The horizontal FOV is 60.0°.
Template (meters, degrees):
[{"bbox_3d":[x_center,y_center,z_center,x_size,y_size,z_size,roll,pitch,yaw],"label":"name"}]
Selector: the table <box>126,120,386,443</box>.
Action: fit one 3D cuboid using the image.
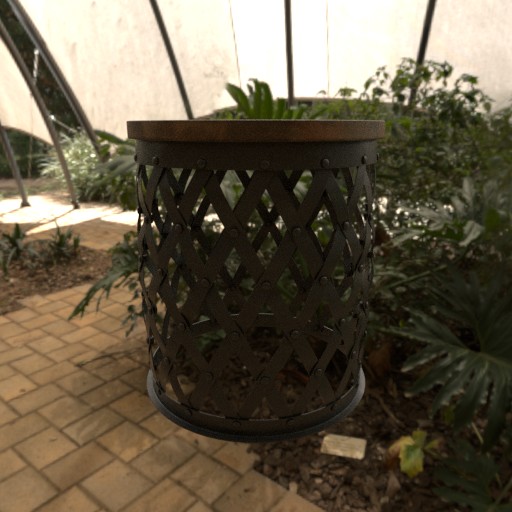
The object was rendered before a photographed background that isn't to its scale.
[{"bbox_3d":[0.000,0.000,0.781,0.405,0.454,0.405,0,16,0],"label":"table"}]
